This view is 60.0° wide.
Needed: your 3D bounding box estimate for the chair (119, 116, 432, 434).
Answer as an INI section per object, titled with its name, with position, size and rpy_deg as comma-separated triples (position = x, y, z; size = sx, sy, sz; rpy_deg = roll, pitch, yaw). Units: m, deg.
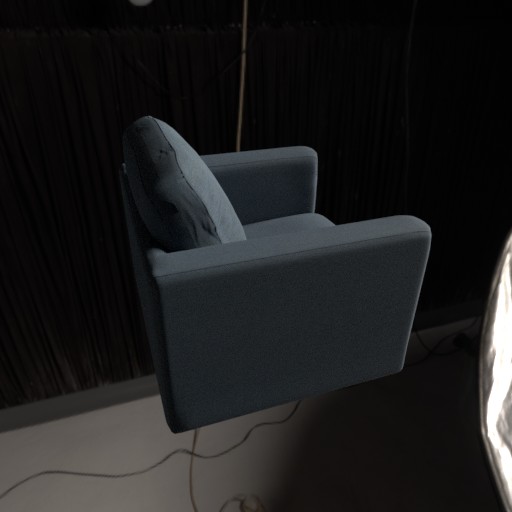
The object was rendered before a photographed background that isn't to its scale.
[chair]
position = 0.000, 0.000, 1.572
size = 0.820, 0.922, 0.855
rpy_deg = -10, 32, -17
